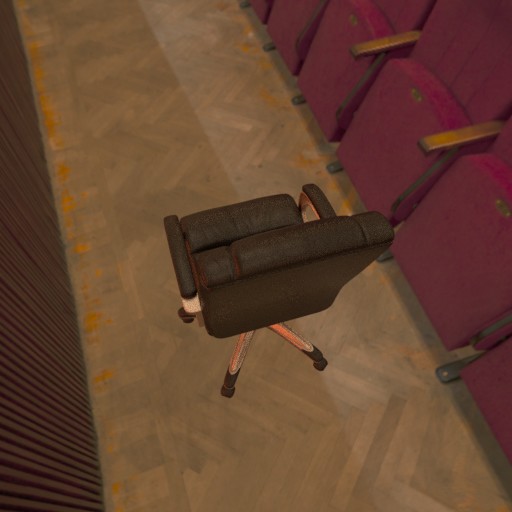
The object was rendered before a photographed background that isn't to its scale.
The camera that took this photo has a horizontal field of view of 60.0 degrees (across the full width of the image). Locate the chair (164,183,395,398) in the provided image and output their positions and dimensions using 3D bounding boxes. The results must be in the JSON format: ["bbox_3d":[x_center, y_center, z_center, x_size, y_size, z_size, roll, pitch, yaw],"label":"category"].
[{"bbox_3d":[0.000,0.000,1.659,0.700,1.145,0.780,-14,58,-9],"label":"chair"}]
